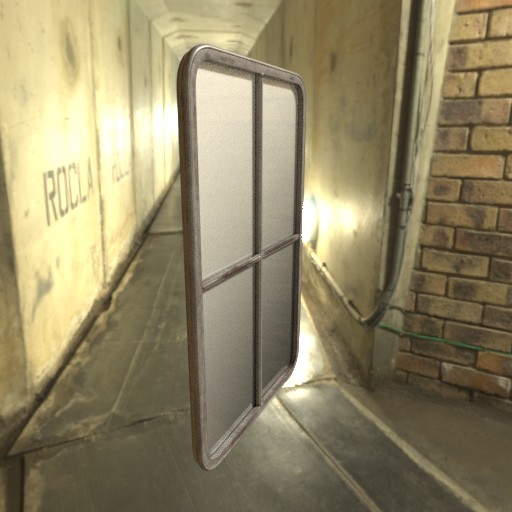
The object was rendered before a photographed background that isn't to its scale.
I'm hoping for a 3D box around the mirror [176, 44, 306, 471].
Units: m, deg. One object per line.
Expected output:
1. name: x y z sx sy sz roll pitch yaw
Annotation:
1. mirror: 0.000 0.000 0.876 0.024 0.713 0.461 7 17 26
